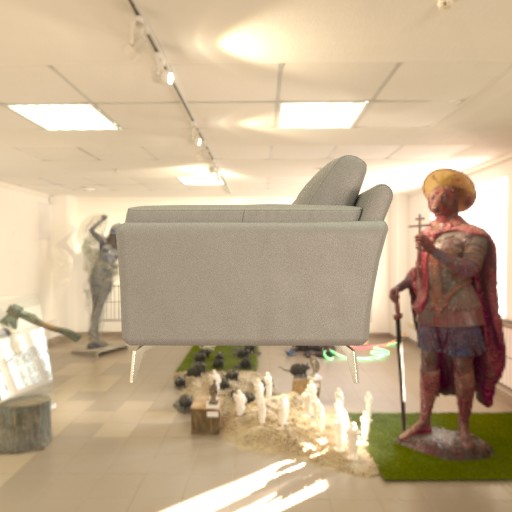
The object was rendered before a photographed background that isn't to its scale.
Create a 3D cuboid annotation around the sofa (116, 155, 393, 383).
[{"bbox_3d":[0.000,0.000,2.669,1.049,0.930,2.101,0,1,0],"label":"sofa"}]
